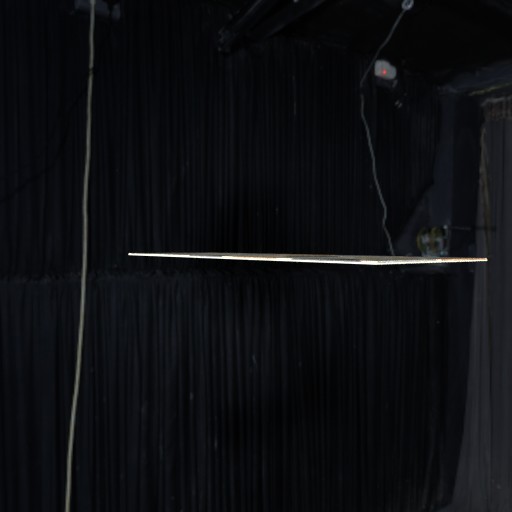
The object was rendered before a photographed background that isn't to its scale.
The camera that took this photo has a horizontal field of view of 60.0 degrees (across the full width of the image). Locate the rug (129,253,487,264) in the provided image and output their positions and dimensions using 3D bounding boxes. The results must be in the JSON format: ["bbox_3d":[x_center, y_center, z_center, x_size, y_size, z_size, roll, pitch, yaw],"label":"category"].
[{"bbox_3d":[0.000,0.000,2.536,0.687,0.011,2.287,-1,1,-35],"label":"rug"}]
